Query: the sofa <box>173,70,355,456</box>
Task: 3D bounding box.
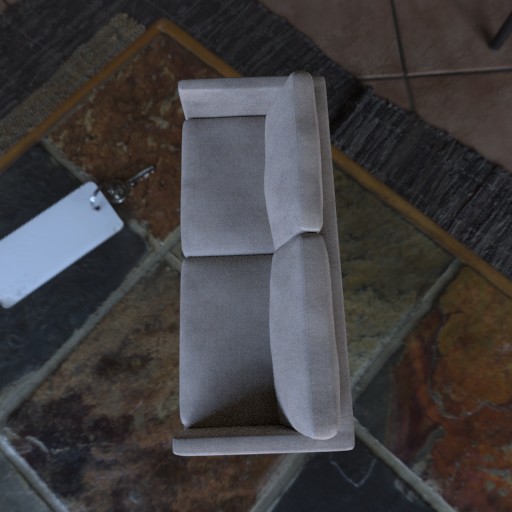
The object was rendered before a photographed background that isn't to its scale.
[{"bbox_3d":[0.000,0.000,2.760,0.951,0.965,2.208,-2,75,0],"label":"sofa"}]
